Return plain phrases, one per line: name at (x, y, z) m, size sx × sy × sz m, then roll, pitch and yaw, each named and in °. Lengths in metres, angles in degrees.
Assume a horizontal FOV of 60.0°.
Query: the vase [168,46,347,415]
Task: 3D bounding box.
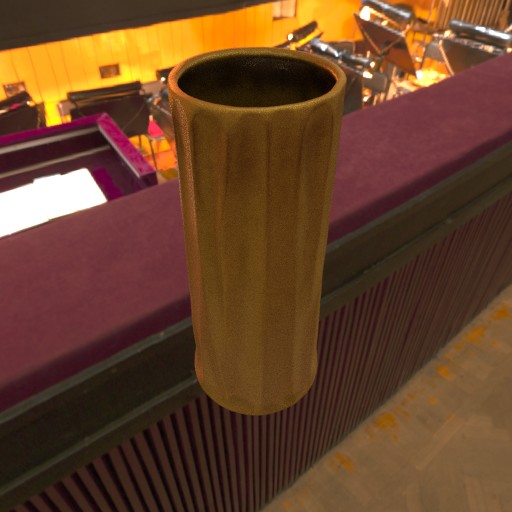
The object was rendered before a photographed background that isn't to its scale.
vase at (0.000, 0.000, 0.176) m, size 0.061 × 0.143 × 0.061 m, roll 0°, pitch 42°, yaw 0°
